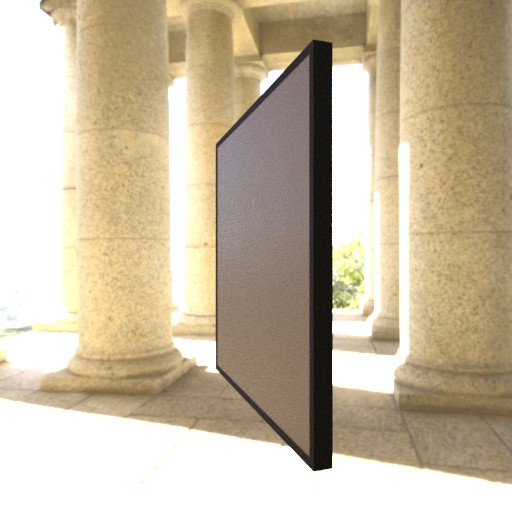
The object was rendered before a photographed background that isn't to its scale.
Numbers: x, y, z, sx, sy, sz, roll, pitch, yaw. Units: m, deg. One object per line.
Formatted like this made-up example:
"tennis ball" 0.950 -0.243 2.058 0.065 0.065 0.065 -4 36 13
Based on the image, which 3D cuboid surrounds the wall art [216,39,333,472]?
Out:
"wall art" 0.000 0.000 1.148 0.038 0.762 0.762 0 0 -18
